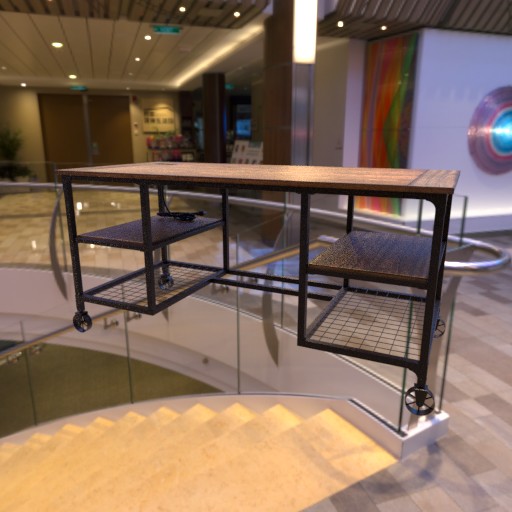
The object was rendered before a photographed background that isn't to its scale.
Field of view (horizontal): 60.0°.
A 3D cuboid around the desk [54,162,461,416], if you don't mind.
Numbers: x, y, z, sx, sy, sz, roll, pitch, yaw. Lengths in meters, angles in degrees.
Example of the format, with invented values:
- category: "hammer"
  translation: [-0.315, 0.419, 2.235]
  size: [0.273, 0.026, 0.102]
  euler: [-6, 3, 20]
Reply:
- category: "desk"
  translation: [0.000, 0.000, 1.963]
  size: [1.590, 0.751, 0.711]
  euler: [7, 17, 24]
